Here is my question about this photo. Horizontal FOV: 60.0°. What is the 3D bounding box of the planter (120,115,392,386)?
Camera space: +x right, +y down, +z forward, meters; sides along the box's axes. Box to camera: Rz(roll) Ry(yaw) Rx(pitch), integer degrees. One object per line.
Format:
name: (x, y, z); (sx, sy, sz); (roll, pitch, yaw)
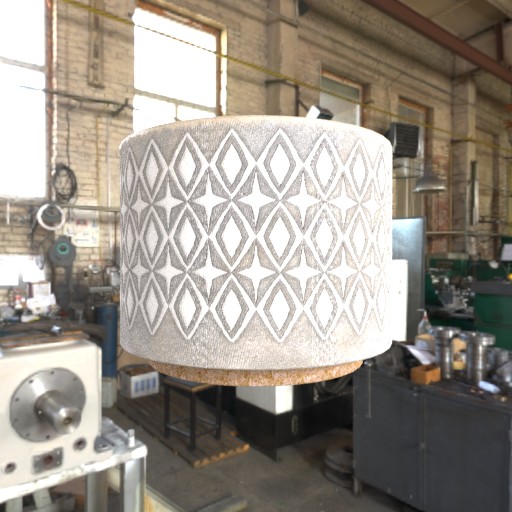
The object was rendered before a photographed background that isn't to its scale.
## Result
planter: (0.000, 0.000, 0.280); (0.164, 0.127, 0.164); (0, 0, 0)
